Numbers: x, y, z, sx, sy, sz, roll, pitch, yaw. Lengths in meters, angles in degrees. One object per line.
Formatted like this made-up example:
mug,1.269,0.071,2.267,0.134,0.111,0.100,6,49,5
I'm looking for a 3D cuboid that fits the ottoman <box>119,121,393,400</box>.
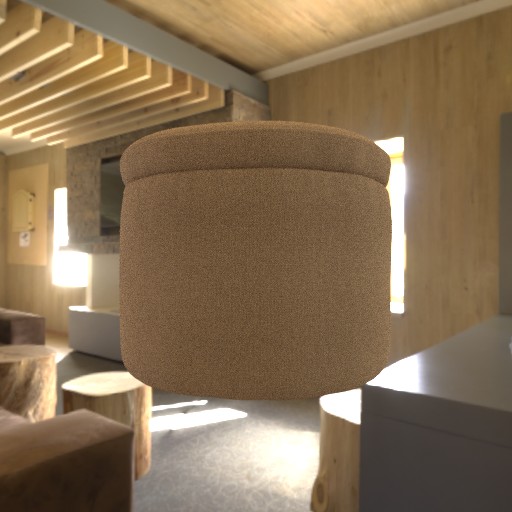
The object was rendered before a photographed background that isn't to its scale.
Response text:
ottoman,0.000,0.000,0.843,0.497,0.409,0.497,0,0,0
